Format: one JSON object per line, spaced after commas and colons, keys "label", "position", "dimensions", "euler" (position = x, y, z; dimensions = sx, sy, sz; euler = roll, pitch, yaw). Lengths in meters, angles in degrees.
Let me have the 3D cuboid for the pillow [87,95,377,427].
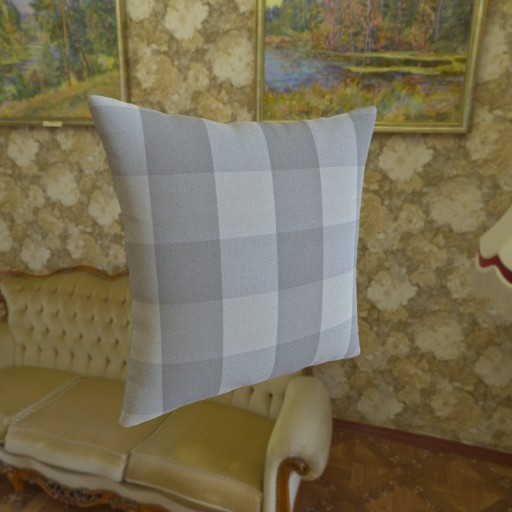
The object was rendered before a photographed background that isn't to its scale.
{"label": "pillow", "position": [0.000, 0.000, 0.771], "dimensions": [0.511, 0.509, 0.161], "euler": [-8, 18, -28]}
